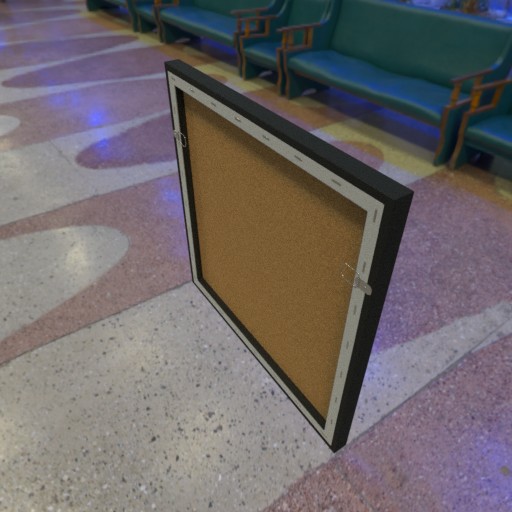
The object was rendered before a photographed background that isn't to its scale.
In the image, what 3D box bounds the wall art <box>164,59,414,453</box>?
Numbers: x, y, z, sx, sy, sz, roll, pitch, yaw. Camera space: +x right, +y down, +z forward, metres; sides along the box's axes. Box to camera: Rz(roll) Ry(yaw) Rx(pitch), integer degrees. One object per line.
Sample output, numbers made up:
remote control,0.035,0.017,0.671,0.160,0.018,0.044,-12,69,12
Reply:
wall art,0.000,0.000,1.120,0.044,0.758,0.758,-24,46,-25
